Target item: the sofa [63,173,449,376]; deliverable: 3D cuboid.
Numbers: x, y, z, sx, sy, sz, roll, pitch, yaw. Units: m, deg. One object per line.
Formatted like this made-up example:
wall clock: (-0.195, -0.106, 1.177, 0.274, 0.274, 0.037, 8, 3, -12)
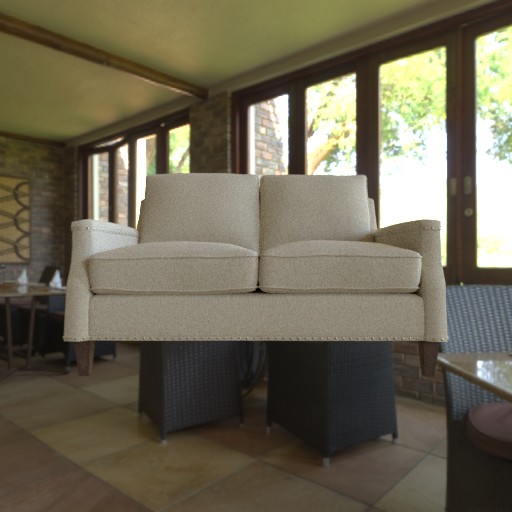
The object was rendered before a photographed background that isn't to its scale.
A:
sofa: (0.000, 0.000, 2.337, 1.597, 1.003, 1.084, 0, 0, 0)
